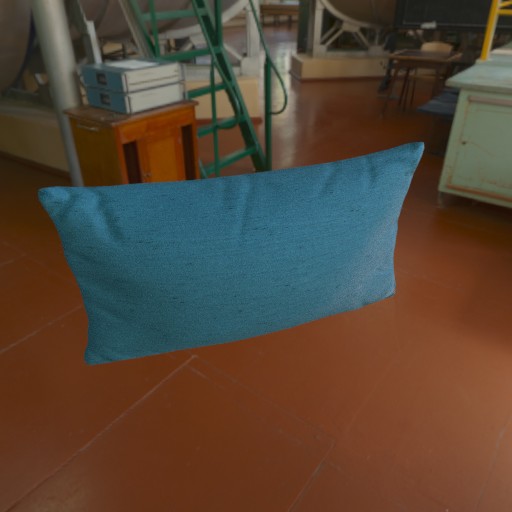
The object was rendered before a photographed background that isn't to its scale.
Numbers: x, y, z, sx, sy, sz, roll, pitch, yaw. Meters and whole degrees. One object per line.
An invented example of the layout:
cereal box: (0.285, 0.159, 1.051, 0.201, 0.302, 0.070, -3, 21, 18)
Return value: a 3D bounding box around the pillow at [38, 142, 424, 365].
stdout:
pillow: (0.000, 0.000, 0.775, 0.633, 0.338, 0.210, -10, 34, -16)
